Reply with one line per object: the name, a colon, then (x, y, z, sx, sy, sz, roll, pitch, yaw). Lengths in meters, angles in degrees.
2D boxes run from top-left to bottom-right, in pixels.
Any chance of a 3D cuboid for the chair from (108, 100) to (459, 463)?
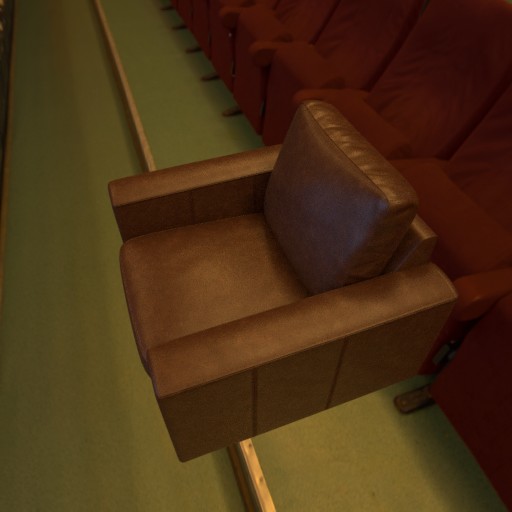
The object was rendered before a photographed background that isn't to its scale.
chair: (0.000, 0.000, 1.690, 1.016, 0.873, 1.005, -15, 49, -14)
